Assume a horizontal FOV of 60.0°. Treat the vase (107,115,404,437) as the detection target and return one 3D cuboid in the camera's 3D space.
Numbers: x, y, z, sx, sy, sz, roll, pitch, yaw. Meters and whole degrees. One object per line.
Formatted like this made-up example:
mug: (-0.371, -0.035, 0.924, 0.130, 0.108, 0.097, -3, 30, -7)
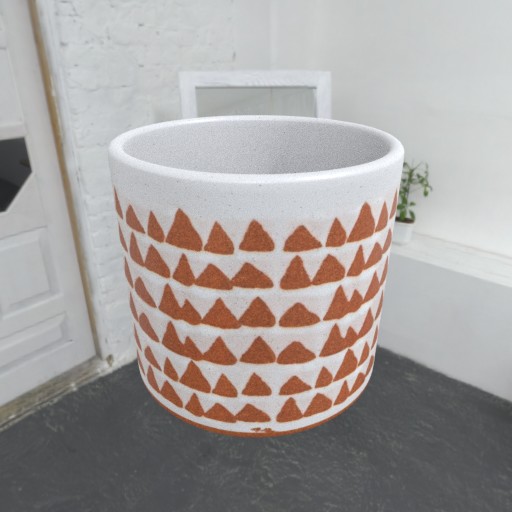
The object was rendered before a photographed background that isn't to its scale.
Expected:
vase: (0.000, 0.000, 0.239, 0.137, 0.127, 0.137, 0, 26, 0)
